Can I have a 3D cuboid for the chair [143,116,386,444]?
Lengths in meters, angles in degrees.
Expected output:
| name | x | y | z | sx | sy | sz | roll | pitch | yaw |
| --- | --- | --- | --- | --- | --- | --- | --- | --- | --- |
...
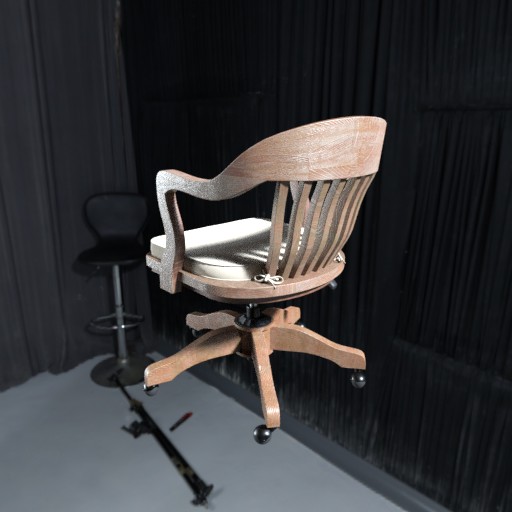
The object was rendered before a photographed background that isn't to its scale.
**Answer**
| name | x | y | z | sx | sy | sz | roll | pitch | yaw |
| --- | --- | --- | --- | --- | --- | --- | --- | --- | --- |
| chair | 0.000 | 0.000 | 1.469 | 0.750 | 0.878 | 0.788 | -16 | 23 | -42 |
